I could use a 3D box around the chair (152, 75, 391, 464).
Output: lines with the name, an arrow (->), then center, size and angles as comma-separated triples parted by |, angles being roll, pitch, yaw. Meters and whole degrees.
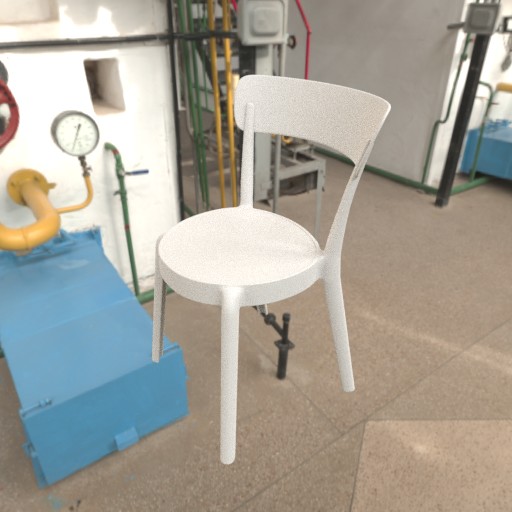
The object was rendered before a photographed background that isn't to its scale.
chair -> 0.000, 0.000, 1.138 | 0.491, 0.790, 0.506 | -19, 36, -29
